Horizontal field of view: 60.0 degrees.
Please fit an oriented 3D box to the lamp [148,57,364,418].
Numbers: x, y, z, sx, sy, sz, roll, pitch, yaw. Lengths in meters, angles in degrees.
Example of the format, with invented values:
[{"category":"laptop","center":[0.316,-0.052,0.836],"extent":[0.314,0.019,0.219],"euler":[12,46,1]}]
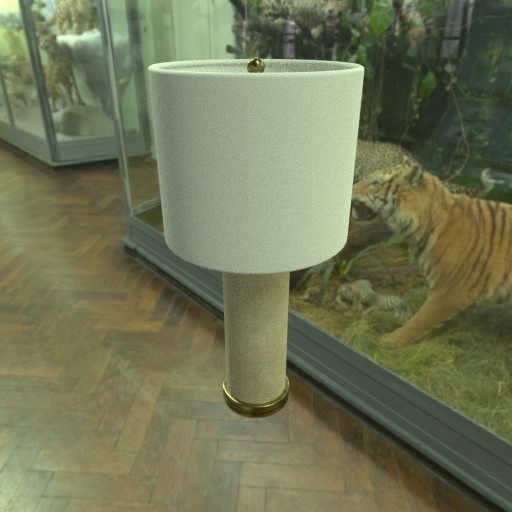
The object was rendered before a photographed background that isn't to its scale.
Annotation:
[{"category":"lamp","center":[0.000,0.000,0.775],"extent":[0.305,0.634,0.305],"euler":[8,28,16]}]
